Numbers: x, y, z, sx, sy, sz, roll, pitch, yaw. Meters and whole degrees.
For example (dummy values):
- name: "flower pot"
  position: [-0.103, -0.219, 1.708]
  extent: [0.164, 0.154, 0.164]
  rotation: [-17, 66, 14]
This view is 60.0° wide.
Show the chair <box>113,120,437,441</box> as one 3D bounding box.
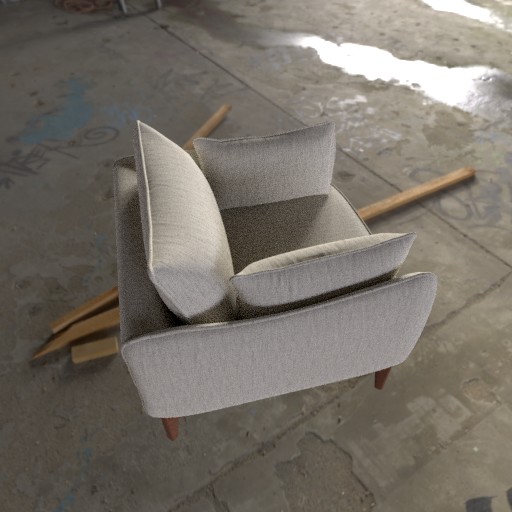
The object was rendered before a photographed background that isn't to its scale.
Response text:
- name: "chair"
  position: [0.000, 0.000, 1.729]
  extent: [0.991, 0.855, 0.994]
  rotation: [-10, 47, -10]
